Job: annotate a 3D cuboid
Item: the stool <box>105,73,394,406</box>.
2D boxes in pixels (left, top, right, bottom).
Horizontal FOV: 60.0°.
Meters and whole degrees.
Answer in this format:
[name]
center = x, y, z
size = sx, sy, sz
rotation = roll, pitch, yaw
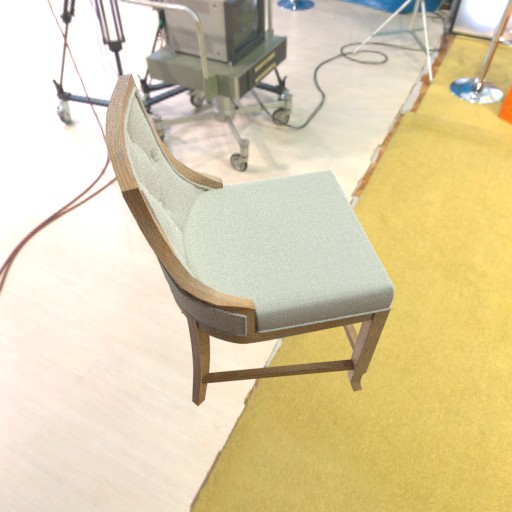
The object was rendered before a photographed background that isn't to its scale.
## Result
[stool]
center = 0.000, 0.000, 1.287
size = 0.626, 0.938, 0.524
rotation = -9, 48, -8
